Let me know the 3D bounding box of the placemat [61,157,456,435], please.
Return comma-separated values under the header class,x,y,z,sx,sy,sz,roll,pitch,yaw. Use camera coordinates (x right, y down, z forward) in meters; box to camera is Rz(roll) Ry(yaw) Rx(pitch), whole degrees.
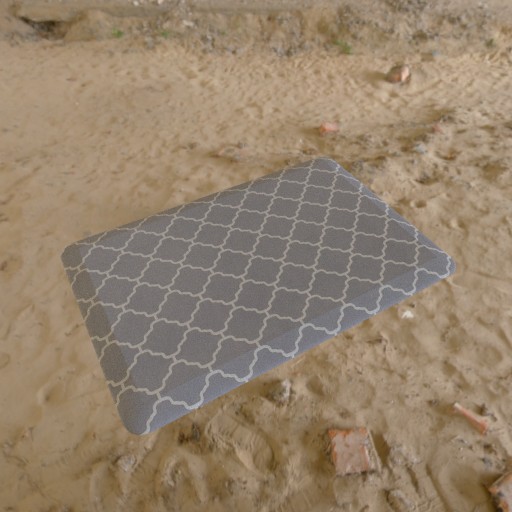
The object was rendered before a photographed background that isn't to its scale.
class,x,y,z,sx,sy,sz,roll,pitch,yaw
placemat,0.000,0.000,0.992,0.762,0.021,0.508,-23,51,-20
